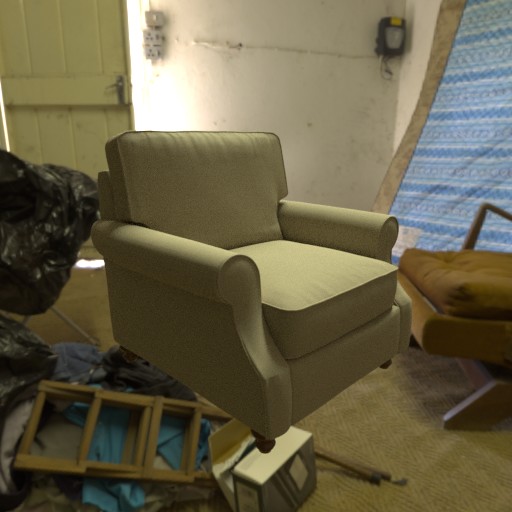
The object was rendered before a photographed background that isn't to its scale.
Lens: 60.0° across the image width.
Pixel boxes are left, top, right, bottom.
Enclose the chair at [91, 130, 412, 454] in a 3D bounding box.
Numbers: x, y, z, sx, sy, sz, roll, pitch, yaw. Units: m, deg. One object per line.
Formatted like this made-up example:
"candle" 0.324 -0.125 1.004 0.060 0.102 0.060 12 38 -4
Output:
"chair" 0.000 0.000 1.771 0.966 0.967 1.029 15 21 43
